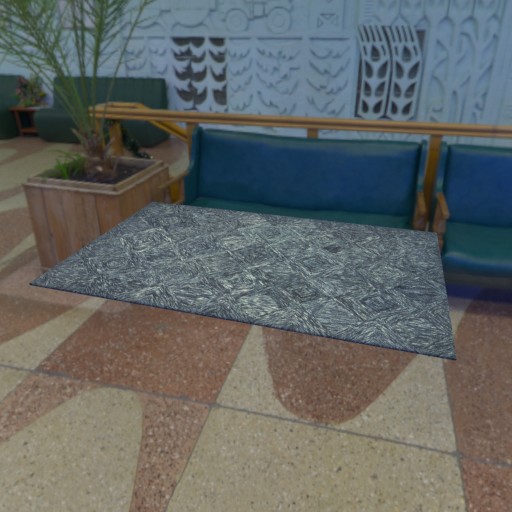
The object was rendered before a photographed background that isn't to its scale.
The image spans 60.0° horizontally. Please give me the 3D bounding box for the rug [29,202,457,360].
[{"bbox_3d":[0.000,0.000,2.923,2.330,0.017,1.478,8,28,15],"label":"rug"}]
